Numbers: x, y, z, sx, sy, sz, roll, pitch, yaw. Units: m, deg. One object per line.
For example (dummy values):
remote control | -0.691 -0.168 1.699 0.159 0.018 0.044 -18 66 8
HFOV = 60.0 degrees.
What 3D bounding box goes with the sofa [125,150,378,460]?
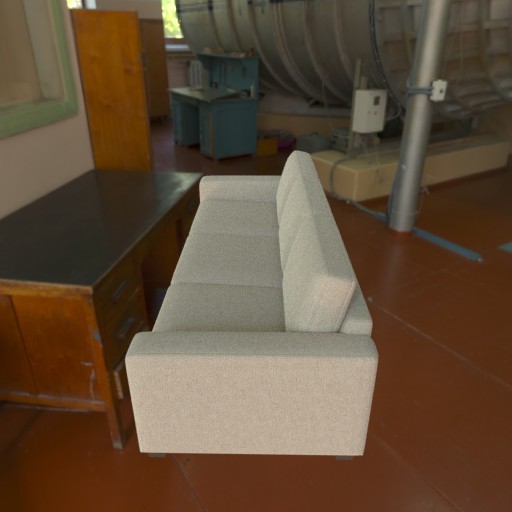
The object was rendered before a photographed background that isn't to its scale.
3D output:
sofa | 0.000 0.000 2.550 0.900 0.800 2.160 0 27 1
